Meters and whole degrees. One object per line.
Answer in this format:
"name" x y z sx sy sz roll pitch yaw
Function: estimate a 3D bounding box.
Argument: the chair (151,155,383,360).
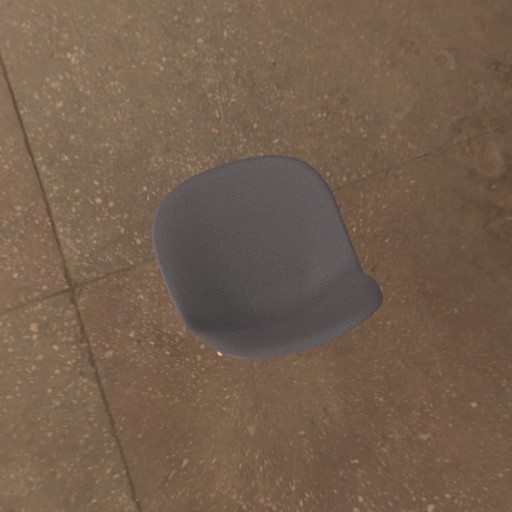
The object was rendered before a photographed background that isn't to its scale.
"chair" 0.000 0.000 1.118 0.470 0.826 0.533 -19 76 -5
